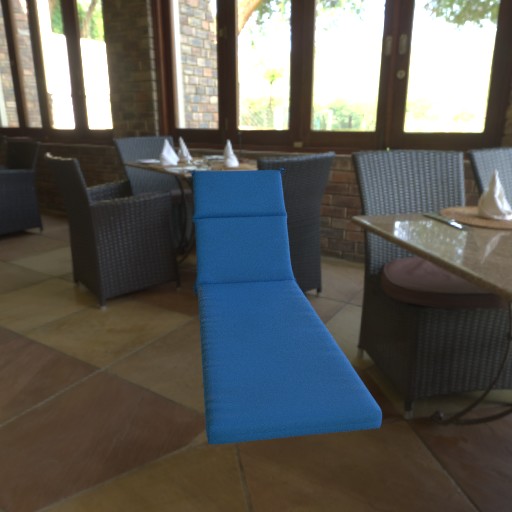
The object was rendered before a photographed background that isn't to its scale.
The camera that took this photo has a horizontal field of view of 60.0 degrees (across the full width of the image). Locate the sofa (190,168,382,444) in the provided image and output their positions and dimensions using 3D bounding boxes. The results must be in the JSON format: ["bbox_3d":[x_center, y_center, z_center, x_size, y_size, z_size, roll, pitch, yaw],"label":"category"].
[{"bbox_3d":[0.000,0.000,1.973,0.582,0.622,1.663,-2,17,-8],"label":"sofa"}]
